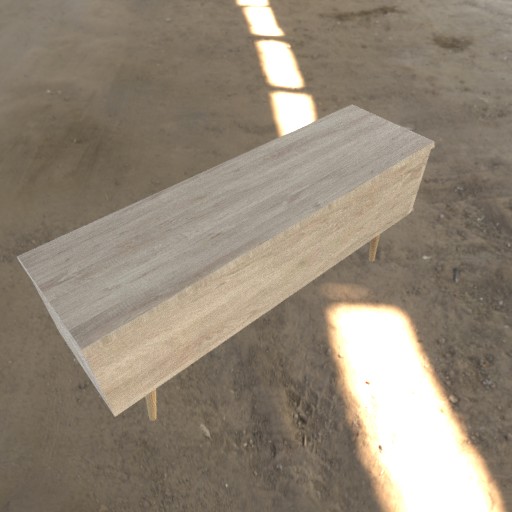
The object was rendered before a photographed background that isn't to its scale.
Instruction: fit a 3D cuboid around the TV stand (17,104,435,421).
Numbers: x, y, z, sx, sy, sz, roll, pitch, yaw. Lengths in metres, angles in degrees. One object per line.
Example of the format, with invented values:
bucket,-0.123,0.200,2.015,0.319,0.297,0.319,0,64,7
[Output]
TV stand,0.000,0.000,1.548,1.313,0.565,0.401,-31,53,-28
